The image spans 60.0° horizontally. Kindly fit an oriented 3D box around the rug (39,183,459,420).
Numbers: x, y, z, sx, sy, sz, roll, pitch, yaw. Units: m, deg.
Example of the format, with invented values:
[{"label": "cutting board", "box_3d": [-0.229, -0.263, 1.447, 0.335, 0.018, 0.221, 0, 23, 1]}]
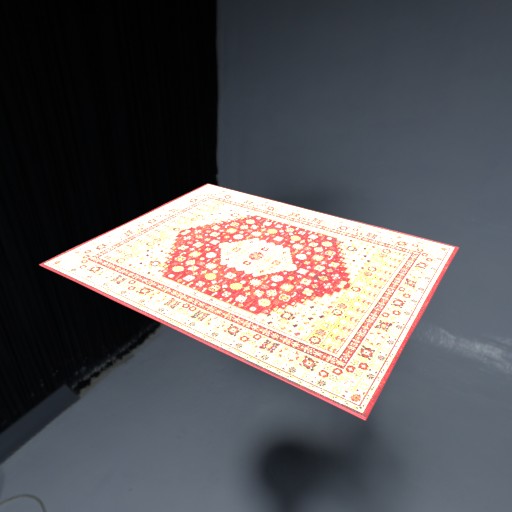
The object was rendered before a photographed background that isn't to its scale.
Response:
[{"label": "rug", "box_3d": [0.000, 0.000, 4.073, 3.053, 0.013, 2.387, 18, 35, 28]}]
